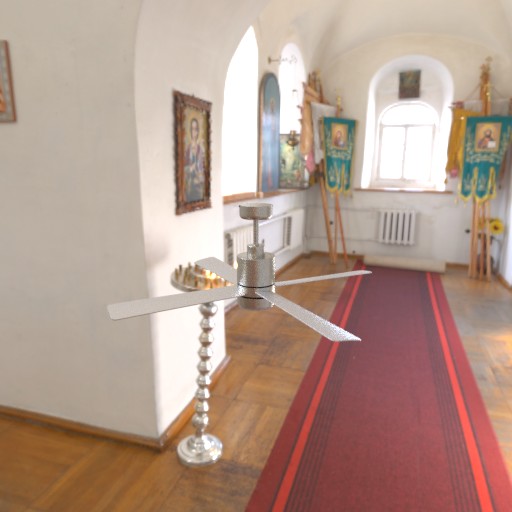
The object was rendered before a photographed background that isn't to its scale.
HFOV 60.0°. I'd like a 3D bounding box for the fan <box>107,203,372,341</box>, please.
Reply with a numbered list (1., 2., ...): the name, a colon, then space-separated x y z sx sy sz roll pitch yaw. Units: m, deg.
1. fan: 0.000 0.000 2.332 1.525 0.539 1.525 -7 15 -27
